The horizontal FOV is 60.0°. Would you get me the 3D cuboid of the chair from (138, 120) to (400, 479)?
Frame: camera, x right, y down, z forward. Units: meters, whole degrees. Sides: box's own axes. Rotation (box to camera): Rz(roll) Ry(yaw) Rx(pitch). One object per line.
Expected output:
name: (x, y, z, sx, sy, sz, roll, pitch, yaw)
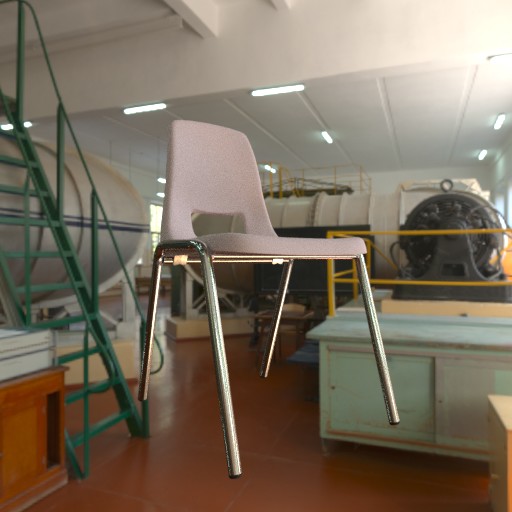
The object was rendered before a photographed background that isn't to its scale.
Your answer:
chair: (0.000, 0.000, 0.923, 0.381, 0.653, 0.436, 0, 0, -35)
